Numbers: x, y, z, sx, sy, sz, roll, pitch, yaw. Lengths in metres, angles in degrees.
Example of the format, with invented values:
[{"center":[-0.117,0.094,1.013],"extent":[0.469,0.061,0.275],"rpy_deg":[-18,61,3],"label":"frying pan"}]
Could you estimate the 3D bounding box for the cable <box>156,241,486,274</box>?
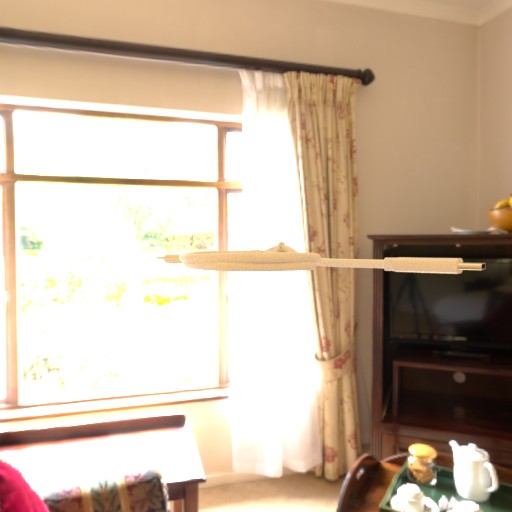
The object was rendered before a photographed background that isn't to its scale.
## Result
[{"center":[0.000,0.000,0.209],"extent":[0.186,0.014,0.070],"rpy_deg":[1,2,35],"label":"cable"}]
